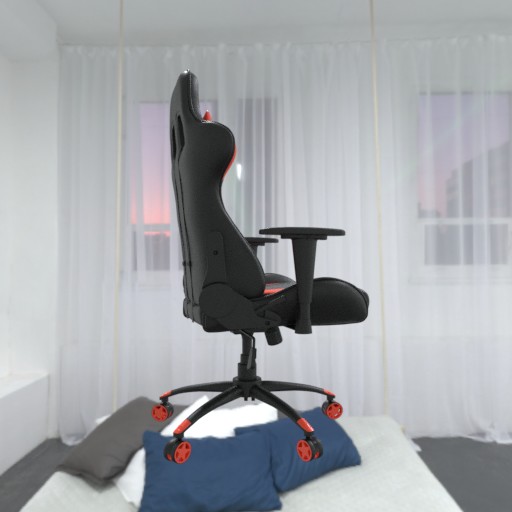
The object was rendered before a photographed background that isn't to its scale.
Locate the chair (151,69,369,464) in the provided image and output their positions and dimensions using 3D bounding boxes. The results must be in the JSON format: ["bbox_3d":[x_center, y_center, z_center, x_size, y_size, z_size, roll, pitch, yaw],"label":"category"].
[{"bbox_3d":[0.000,0.000,1.667,0.730,1.282,0.695,0,-1,-19],"label":"chair"}]
